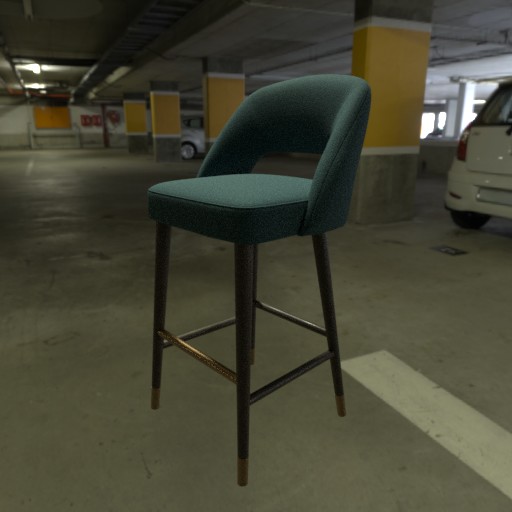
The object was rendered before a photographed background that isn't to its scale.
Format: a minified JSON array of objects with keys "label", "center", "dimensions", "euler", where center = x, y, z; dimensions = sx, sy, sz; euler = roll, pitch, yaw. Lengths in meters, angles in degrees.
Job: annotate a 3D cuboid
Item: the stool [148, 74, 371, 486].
[{"label":"stool","center":[0.000,0.000,1.315],"dimensions":[0.522,1.032,0.536],"euler":[-14,21,-40]}]
